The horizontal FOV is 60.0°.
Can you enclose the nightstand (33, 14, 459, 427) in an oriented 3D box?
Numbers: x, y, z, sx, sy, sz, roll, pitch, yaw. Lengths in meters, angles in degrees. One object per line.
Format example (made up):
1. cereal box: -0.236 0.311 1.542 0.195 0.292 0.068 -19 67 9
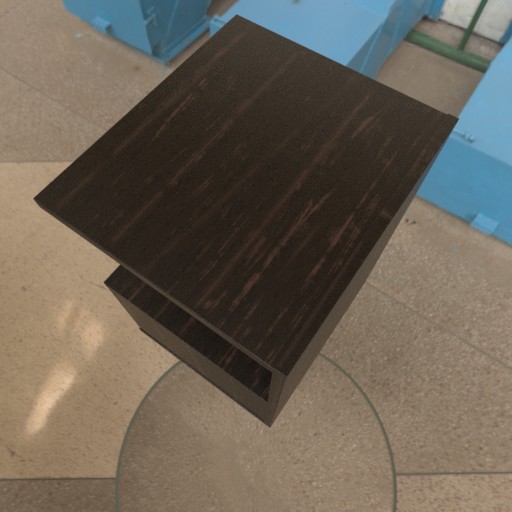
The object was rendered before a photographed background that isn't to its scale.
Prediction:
1. nightstand: 0.000 0.000 0.793 0.356 0.559 0.400 33 68 15
